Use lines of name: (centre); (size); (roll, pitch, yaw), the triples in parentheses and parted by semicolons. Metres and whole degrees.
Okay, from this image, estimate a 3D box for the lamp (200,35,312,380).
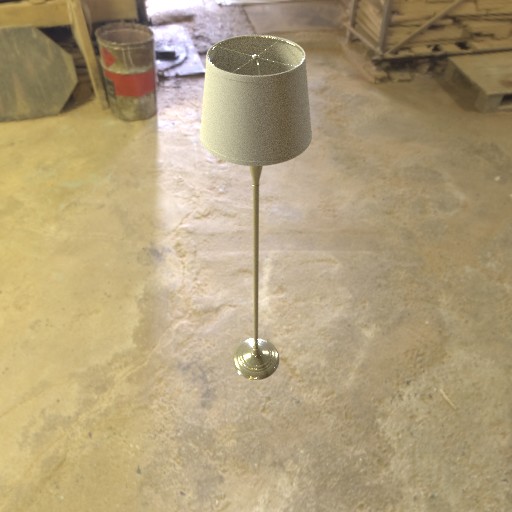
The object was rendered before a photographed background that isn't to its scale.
lamp: (0.000, 0.000, 1.681); (0.327, 1.506, 0.327); (-10, 48, -9)
